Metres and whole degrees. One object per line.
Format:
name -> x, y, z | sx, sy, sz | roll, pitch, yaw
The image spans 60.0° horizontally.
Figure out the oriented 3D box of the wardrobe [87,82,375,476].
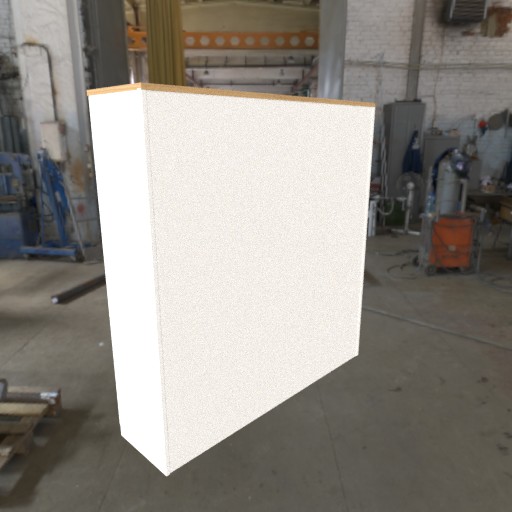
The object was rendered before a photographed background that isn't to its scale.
wardrobe -> 0.000, 0.000, 3.354 | 0.590, 2.260, 2.160 | 15, 21, 43
